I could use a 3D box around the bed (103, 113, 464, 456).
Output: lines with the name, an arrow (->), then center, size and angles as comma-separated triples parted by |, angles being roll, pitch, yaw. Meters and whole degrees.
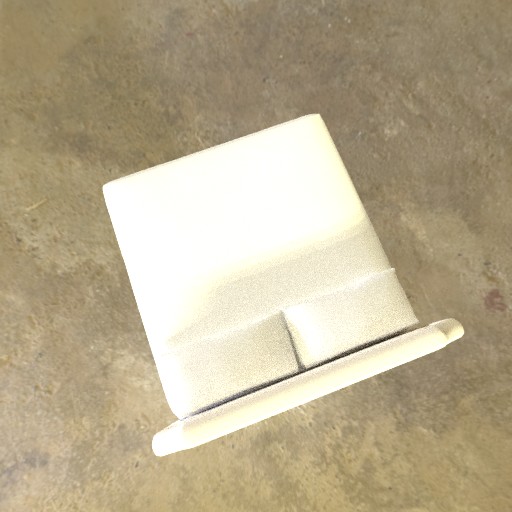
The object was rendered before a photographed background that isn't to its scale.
bed -> 0.000, 0.000, 3.505 | 2.160, 1.301, 2.204 | -20, 76, -5
